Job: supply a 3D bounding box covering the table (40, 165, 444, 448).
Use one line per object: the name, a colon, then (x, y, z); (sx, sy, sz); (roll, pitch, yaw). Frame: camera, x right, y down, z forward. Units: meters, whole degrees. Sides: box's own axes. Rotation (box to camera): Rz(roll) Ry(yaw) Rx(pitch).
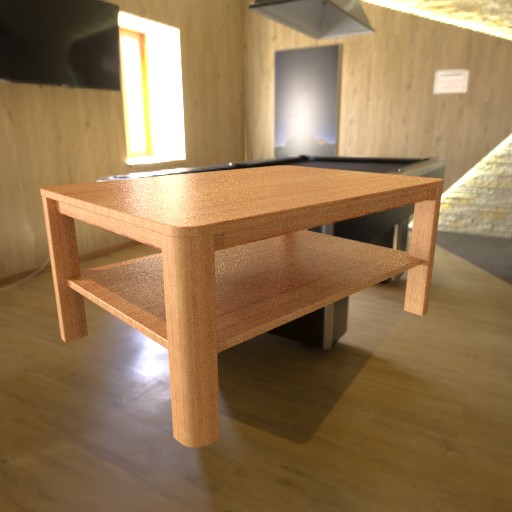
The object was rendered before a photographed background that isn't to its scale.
table: (0.000, 0.000, 1.359); (0.997, 0.445, 0.696); (-15, 22, -41)
